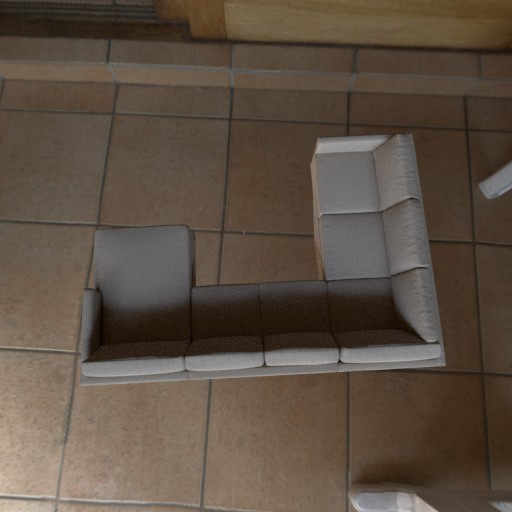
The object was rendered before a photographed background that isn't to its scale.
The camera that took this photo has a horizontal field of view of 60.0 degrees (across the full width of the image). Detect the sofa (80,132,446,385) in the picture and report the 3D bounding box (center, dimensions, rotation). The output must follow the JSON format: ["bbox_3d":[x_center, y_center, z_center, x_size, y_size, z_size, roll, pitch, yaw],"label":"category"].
[{"bbox_3d":[0.000,0.000,4.648,3.460,0.882,2.427,-3,76,-1],"label":"sofa"}]
